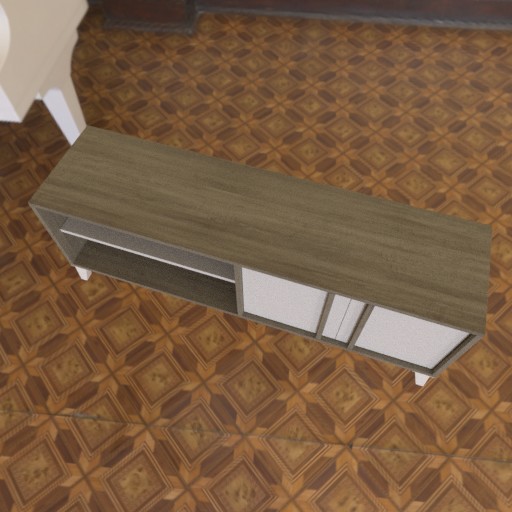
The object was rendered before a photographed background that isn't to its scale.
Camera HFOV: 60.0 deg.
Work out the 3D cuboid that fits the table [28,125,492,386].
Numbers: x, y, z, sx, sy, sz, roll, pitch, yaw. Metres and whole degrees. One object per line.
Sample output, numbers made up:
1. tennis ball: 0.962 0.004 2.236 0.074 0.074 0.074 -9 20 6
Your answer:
1. table: 0.000 0.000 1.702 1.500 0.530 0.400 16 59 10
